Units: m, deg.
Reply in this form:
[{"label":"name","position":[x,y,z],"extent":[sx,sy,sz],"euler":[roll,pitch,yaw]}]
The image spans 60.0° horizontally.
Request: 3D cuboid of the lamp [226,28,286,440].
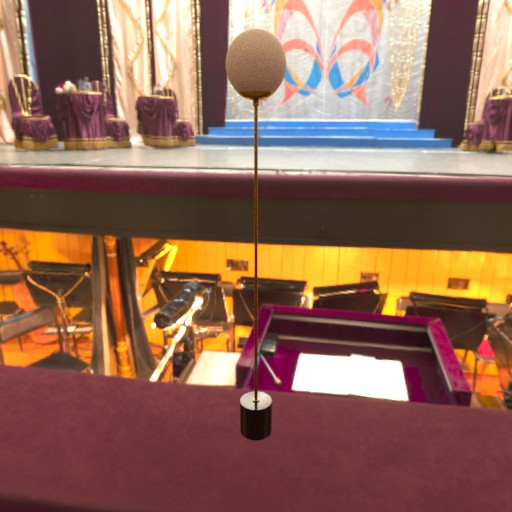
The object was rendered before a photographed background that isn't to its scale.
[{"label":"lamp","position":[0.000,0.000,1.886],"extent":[0.229,1.748,0.229],"euler":[2,17,8]}]
